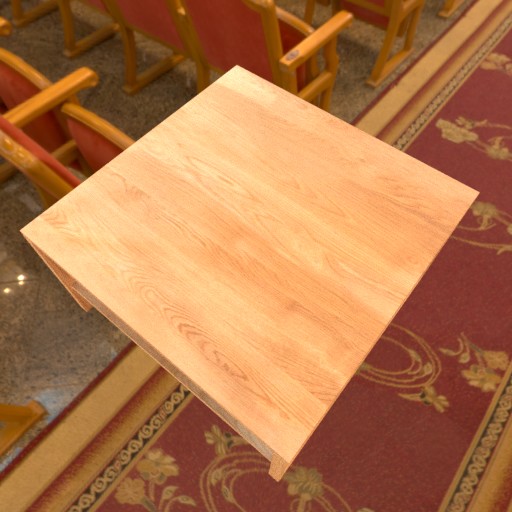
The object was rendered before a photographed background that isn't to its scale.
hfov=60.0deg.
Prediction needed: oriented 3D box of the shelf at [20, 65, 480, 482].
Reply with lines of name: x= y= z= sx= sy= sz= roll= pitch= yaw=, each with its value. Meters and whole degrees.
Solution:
shelf: x=0.000 y=0.000 z=1.423 sx=0.899 sy=0.480 sz=0.899 roll=35 pitch=65 yaw=19
